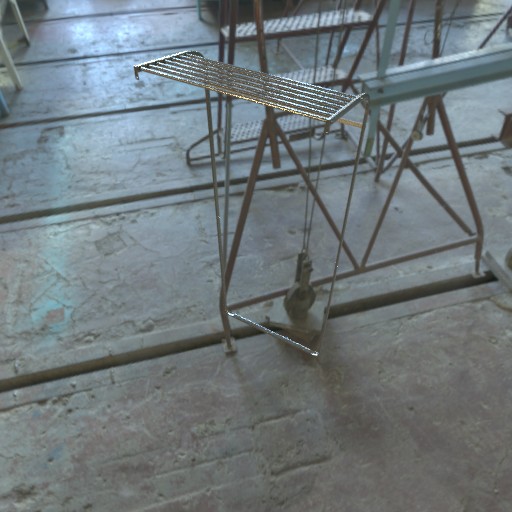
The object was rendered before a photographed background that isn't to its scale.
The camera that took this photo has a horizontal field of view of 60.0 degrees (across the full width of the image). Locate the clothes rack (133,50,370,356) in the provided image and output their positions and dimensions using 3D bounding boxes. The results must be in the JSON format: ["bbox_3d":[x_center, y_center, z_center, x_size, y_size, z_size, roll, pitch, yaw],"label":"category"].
[{"bbox_3d":[0.000,0.000,1.831,0.609,1.574,0.349,23,51,20],"label":"clothes rack"}]
